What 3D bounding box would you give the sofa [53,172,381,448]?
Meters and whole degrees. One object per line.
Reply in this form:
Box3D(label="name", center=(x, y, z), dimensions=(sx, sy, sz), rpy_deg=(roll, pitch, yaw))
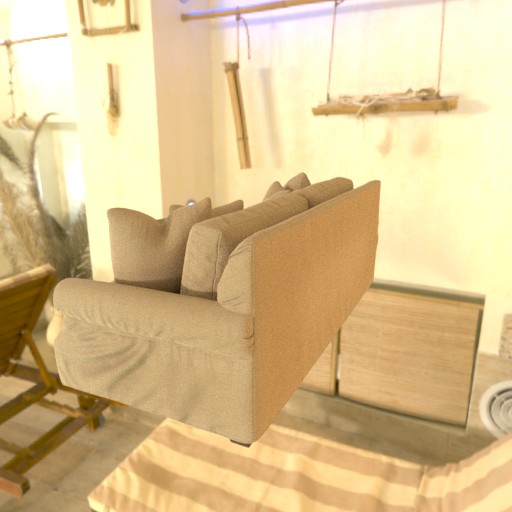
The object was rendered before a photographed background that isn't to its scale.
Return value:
Box3D(label="sofa", center=(0.000, 0.000, 2.686), dimensions=(1.067, 0.904, 2.285), rpy_deg=(7, 17, 25))
